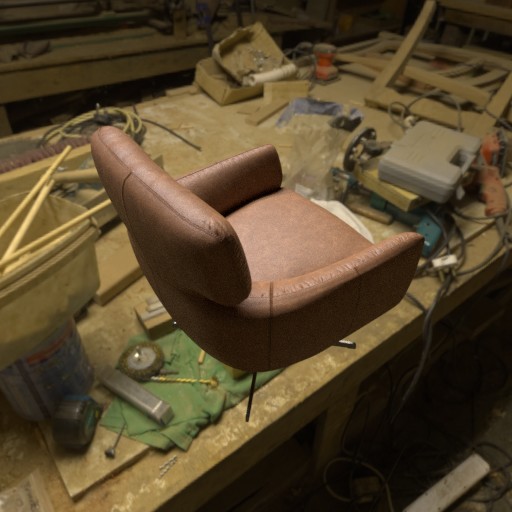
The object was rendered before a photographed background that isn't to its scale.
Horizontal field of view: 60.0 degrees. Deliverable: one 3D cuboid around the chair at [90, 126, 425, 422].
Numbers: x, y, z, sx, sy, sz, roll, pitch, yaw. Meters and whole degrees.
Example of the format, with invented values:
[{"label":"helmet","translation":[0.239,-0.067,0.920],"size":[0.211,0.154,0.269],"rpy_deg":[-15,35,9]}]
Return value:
[{"label":"chair","translation":[0.000,0.000,1.339],"size":[0.715,0.812,0.706],"rpy_deg":[-26,47,-27]}]
